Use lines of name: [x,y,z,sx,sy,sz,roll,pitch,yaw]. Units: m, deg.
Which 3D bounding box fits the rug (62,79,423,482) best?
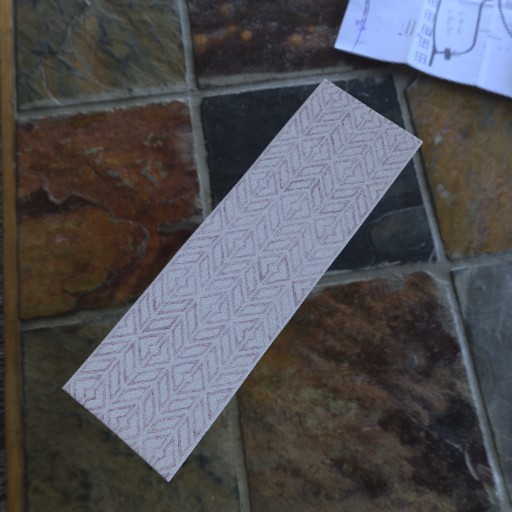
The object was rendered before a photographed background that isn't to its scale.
rug: [0.000,0.000,2.566,0.750,0.009,2.435,37,78,9]
